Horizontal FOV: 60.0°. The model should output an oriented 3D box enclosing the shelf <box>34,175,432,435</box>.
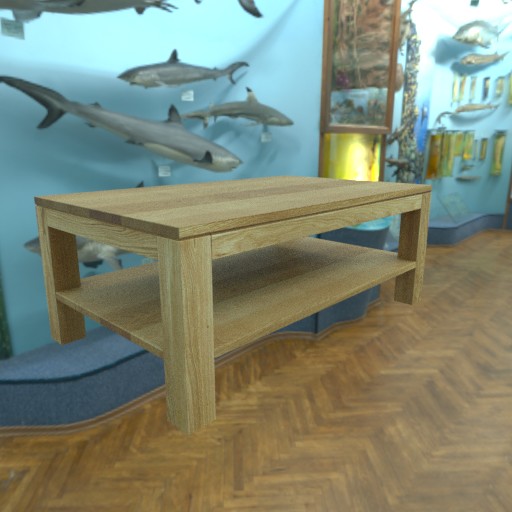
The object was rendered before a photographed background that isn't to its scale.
[{"bbox_3d":[0.000,0.000,1.522,0.700,0.450,1.150,13,20,42],"label":"shelf"}]
